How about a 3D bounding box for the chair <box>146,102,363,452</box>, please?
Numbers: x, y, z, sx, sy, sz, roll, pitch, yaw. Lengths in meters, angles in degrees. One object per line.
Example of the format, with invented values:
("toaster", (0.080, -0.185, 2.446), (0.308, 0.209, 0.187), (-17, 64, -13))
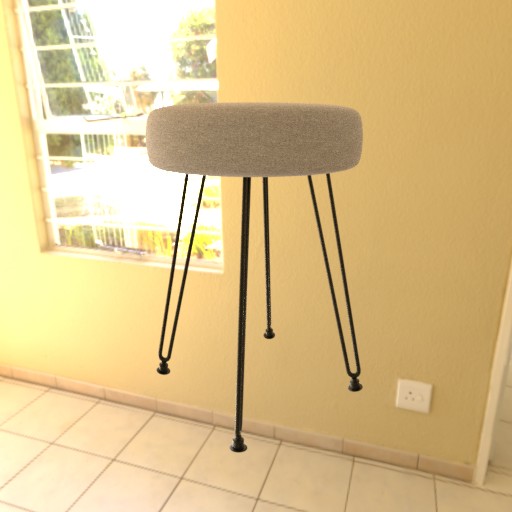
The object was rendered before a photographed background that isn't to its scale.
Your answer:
("chair", (0.000, 0.000, 0.680), (0.350, 0.440, 0.350), (3, 17, 8))
